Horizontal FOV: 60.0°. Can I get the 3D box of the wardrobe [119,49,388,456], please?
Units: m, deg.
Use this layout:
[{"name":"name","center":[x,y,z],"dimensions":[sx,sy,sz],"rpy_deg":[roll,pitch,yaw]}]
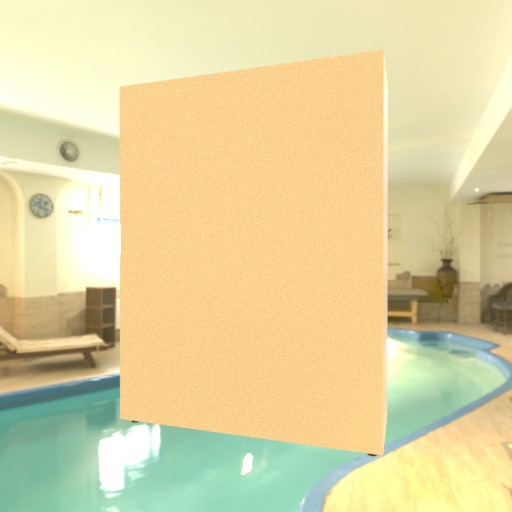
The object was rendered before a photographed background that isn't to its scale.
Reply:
[{"name":"wardrobe","center":[0.000,0.000,1.600],"dimensions":[0.900,1.200,0.360],"rpy_deg":[0,0,19]}]
